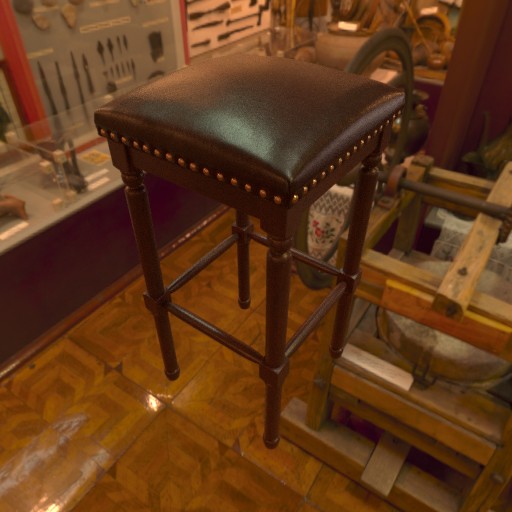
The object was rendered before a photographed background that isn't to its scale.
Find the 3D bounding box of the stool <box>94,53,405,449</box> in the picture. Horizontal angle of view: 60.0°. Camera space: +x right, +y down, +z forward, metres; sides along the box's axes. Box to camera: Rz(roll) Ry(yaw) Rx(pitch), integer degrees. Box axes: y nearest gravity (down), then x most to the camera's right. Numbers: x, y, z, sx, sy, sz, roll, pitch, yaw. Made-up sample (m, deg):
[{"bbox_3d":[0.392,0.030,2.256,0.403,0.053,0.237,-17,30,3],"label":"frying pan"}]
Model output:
[{"bbox_3d":[0.000,0.000,0.955,0.382,0.768,0.383,25,46,27],"label":"stool"}]
